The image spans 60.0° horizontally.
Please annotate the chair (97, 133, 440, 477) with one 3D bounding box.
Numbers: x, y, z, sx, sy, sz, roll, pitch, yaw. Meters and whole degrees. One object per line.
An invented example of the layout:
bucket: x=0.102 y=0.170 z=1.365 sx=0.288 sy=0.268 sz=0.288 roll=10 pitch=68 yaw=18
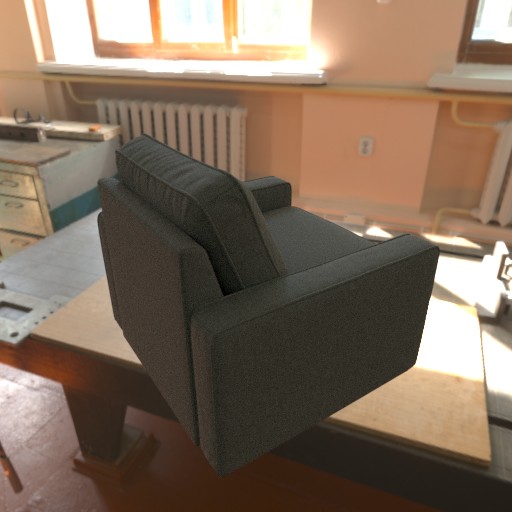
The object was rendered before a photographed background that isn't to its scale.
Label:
chair: x=0.000 y=0.000 z=1.740 sx=0.940 sy=0.919 sz=1.017 roll=-17 pitch=32 yaw=-30
